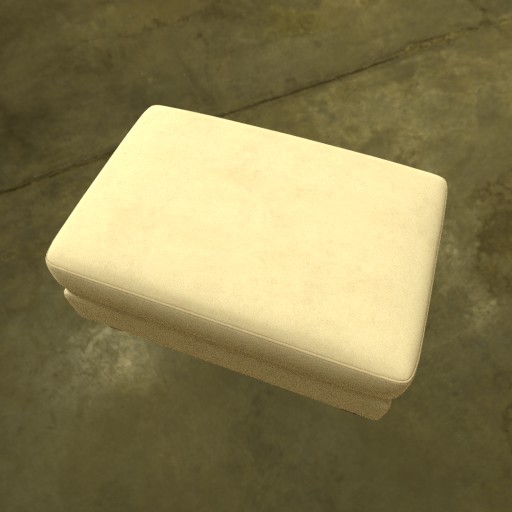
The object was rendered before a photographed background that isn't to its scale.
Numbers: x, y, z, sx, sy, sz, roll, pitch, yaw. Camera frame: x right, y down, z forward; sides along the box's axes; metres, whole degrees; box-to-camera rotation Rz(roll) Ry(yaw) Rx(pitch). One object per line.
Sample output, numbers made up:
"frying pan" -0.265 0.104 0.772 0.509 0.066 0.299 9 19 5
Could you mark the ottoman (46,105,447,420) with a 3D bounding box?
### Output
"ottoman" 0.000 0.000 1.211 0.864 0.483 0.584 17 60 10
